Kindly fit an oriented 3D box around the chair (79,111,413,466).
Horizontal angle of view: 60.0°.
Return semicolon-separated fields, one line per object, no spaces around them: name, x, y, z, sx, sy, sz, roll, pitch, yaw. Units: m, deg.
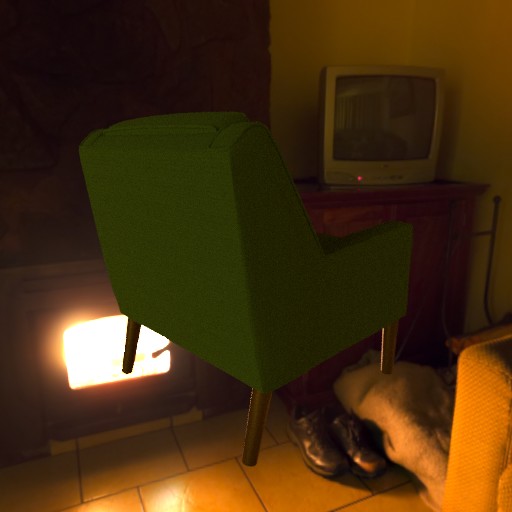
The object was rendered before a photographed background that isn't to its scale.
chair;0.000;0.000;1.327;0.743;0.792;0.663;-13;20;-42
